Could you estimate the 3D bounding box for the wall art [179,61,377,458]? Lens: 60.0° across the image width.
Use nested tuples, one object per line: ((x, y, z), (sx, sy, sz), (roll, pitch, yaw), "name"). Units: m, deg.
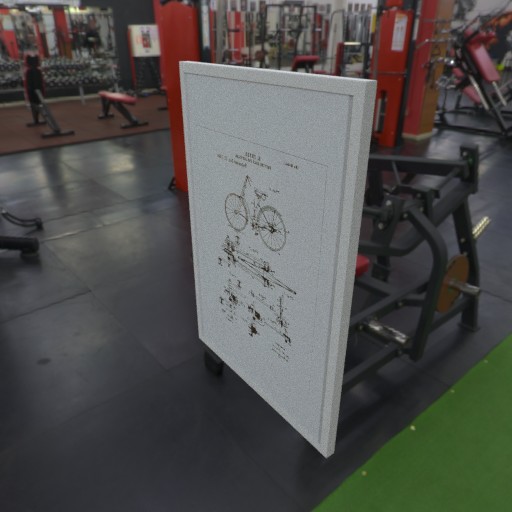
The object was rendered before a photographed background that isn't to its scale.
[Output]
((0.000, 0.000, 0.612), (0.015, 0.477, 0.332), (-19, 33, -33), "wall art")
